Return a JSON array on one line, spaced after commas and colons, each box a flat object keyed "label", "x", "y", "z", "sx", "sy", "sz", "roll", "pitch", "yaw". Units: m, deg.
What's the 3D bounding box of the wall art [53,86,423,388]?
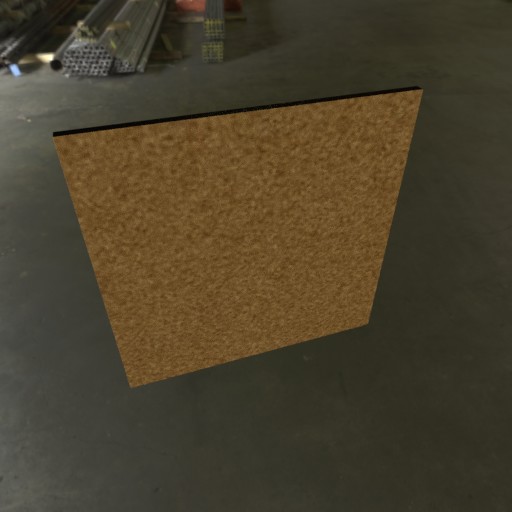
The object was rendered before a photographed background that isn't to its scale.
[{"label": "wall art", "x": 0.000, "y": 0.000, "z": 0.657, "sx": 0.446, "sy": 0.445, "sz": 0.014, "roll": -12, "pitch": 41, "yaw": -14}]
